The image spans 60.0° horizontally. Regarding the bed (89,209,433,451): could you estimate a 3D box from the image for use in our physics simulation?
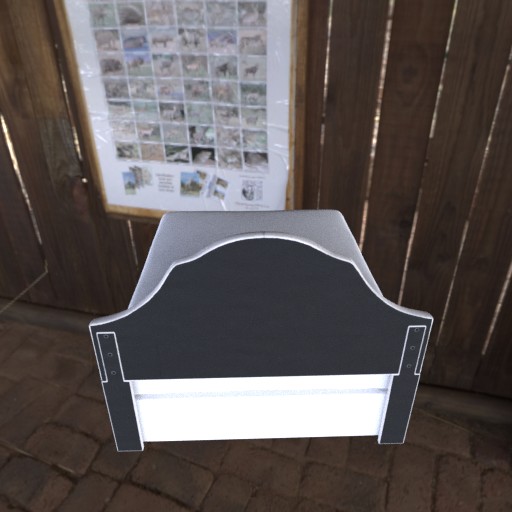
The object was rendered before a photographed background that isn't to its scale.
[{"bbox_3d":[0.000,0.000,3.710,2.039,1.617,2.477,-1,29,-2],"label":"bed"}]
